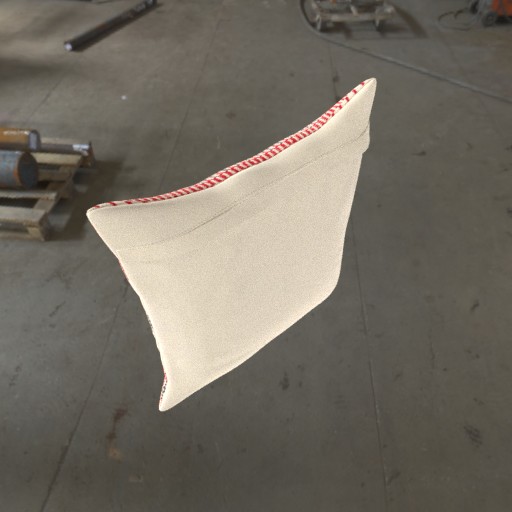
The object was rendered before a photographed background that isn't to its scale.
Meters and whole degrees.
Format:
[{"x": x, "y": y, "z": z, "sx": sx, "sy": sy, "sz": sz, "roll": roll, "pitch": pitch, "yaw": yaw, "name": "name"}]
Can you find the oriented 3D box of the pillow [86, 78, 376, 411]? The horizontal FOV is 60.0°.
[{"x": 0.000, "y": 0.000, "z": 0.714, "sx": 0.463, "sy": 0.454, "sz": 0.160, "roll": -33, "pitch": 54, "yaw": -28, "name": "pillow"}]
